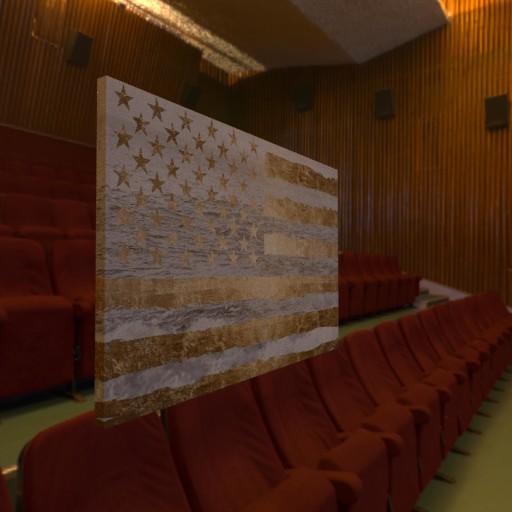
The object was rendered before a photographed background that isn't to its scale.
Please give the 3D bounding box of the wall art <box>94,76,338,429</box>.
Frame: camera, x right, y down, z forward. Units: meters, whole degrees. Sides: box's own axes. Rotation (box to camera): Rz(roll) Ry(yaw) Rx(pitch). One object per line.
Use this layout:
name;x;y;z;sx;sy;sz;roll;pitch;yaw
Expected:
wall art;0.000;0.000;1.150;0.027;0.610;0.932;-1;-2;36
